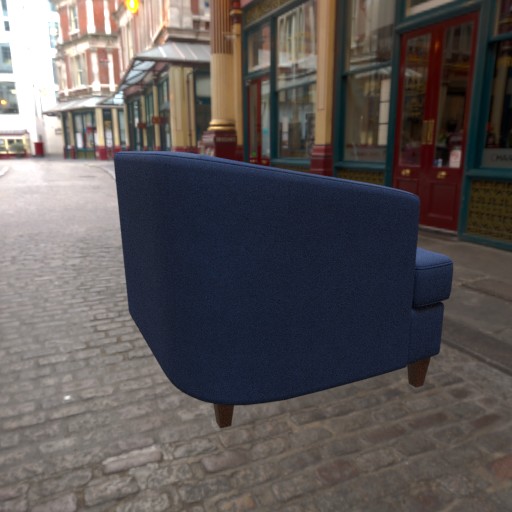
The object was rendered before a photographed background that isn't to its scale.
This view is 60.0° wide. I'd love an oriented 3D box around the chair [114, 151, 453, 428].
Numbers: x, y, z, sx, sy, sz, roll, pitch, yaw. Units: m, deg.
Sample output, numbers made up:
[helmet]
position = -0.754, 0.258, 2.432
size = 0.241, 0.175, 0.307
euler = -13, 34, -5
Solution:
[chair]
position = 0.000, 0.000, 1.715
size = 0.914, 0.787, 1.118
euler = -6, 15, -25
